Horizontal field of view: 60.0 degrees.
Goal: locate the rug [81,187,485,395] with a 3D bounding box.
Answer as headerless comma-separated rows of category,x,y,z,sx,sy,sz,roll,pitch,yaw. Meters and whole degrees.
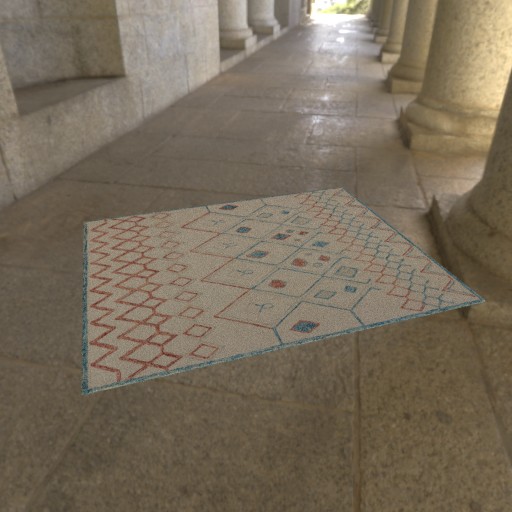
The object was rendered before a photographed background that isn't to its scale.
rug,0.000,0.000,4.112,3.050,0.016,2.441,-10,33,-15
